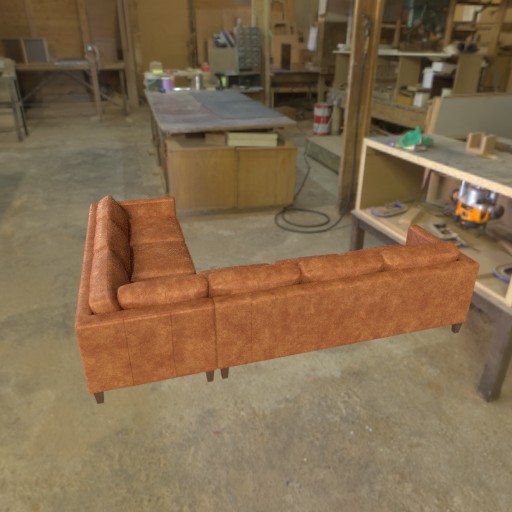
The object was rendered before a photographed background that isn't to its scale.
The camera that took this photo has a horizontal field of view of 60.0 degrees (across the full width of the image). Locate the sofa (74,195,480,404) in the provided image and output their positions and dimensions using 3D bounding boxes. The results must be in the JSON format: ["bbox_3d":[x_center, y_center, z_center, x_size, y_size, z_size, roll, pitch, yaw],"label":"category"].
[{"bbox_3d":[0.000,0.000,4.399,3.167,0.838,2.438,-7,28,-14],"label":"sofa"}]
